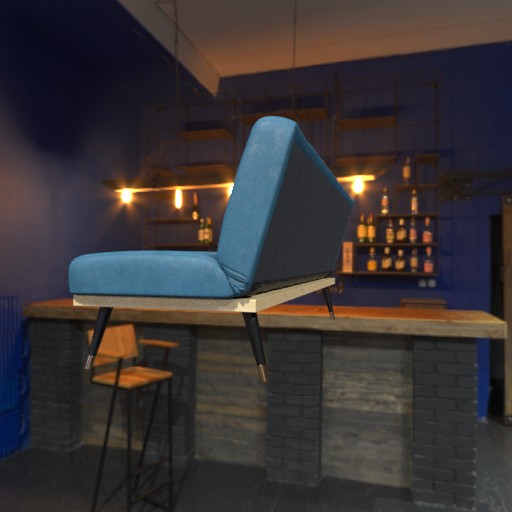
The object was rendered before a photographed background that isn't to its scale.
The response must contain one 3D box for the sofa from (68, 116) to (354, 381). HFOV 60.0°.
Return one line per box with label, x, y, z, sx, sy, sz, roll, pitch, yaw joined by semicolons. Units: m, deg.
sofa;0.000;0.000;2.276;0.830;0.825;1.810;0;-1;18
